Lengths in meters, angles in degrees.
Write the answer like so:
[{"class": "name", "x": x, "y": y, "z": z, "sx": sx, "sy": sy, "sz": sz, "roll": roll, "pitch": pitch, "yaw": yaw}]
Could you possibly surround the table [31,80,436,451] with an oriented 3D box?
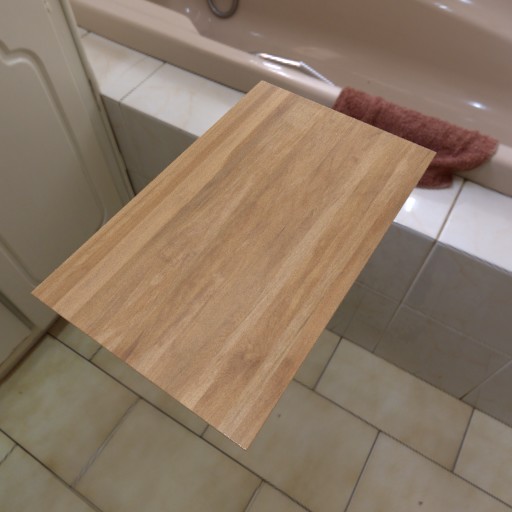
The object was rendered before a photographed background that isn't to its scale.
[{"class": "table", "x": 0.000, "y": 0.000, "z": 1.496, "sx": 0.692, "sy": 0.441, "sz": 1.100, "roll": 29, "pitch": 61, "yaw": 18}]
